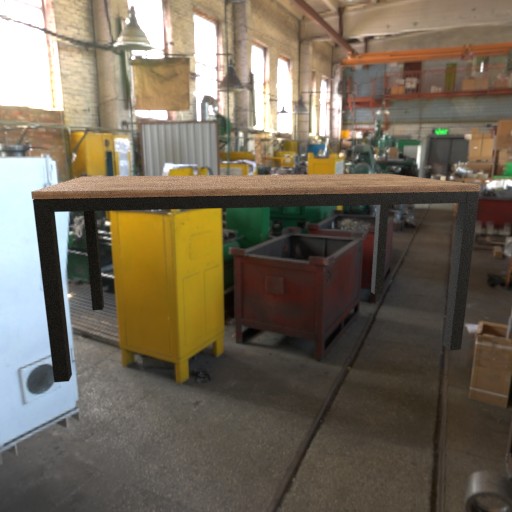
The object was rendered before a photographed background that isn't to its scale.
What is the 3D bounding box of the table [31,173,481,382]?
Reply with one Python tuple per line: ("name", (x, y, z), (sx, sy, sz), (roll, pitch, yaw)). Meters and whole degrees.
("table", (0.000, 0.000, 2.271), (1.805, 0.767, 0.893), (-2, 14, -9))
